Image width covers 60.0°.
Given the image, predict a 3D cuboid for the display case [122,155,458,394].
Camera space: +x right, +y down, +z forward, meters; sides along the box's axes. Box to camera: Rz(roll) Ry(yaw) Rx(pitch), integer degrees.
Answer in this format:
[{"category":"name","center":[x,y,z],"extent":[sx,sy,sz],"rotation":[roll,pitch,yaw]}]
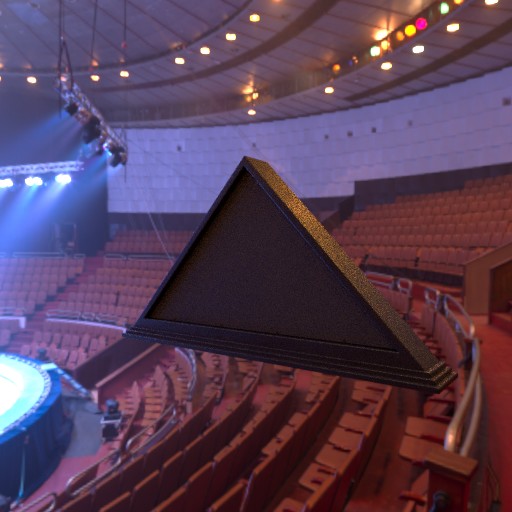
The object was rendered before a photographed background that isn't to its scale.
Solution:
[{"category":"display case","center":[0.000,0.000,0.777],"extent":[0.640,0.340,0.095],"rotation":[0,0,37]}]
